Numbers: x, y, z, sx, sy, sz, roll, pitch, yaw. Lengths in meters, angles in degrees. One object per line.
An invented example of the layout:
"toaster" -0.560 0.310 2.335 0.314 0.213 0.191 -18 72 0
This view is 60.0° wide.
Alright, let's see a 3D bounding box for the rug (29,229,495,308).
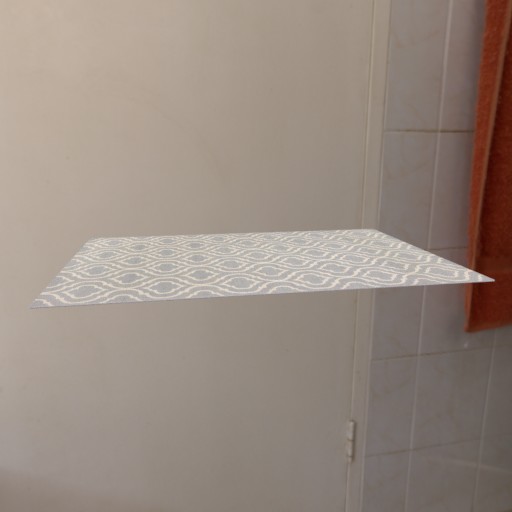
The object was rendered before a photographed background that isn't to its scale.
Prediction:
"rug" 0.000 0.000 2.172 1.749 0.015 1.141 -2 14 -10
